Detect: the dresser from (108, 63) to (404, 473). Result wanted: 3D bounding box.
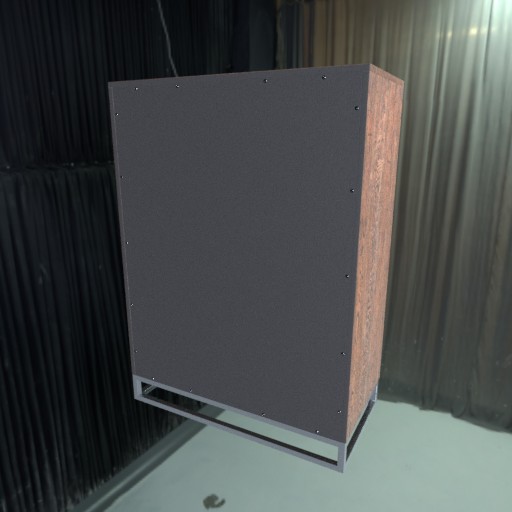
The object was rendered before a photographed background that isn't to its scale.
[{"bbox_3d":[0.000,0.000,1.797,0.965,1.321,0.508,8,17,27],"label":"dresser"}]
